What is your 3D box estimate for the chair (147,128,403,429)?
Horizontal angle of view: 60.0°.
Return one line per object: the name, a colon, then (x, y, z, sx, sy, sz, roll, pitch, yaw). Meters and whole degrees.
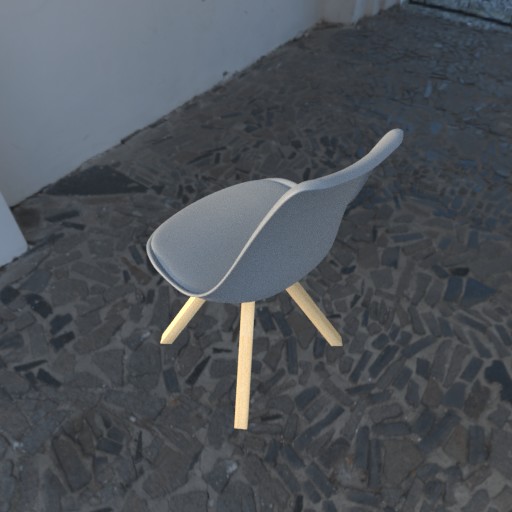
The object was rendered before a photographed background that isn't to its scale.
chair: (0.000, 0.000, 1.154, 0.485, 0.850, 0.549, -33, 54, -28)
